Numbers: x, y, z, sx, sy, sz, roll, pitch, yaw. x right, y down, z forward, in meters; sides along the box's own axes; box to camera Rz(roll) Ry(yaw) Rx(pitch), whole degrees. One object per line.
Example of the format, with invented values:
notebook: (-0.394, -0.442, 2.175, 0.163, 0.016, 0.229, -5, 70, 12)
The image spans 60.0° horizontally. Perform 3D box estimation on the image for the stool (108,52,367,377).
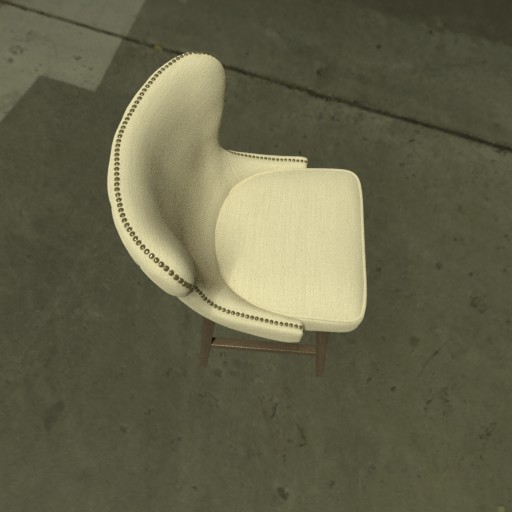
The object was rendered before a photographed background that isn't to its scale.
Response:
stool: (0.000, 0.000, 1.318, 0.597, 0.972, 0.615, 4, 62, 2)
